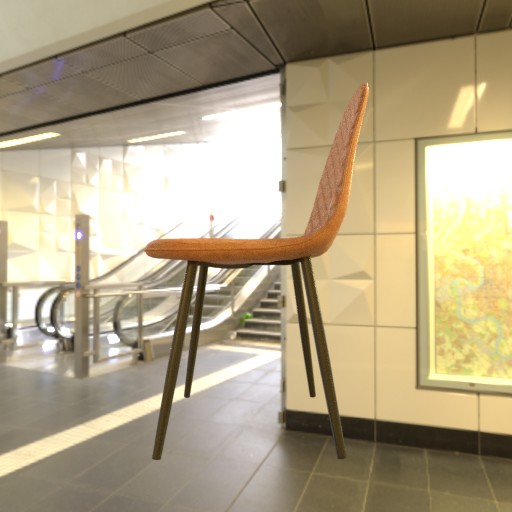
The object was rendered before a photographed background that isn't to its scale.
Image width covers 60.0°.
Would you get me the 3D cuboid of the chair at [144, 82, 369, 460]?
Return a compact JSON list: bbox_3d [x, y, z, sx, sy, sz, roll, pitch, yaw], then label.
[{"bbox_3d":[0.000,0.000,1.194,0.561,0.889,0.472,0,-1,-1],"label":"chair"}]
